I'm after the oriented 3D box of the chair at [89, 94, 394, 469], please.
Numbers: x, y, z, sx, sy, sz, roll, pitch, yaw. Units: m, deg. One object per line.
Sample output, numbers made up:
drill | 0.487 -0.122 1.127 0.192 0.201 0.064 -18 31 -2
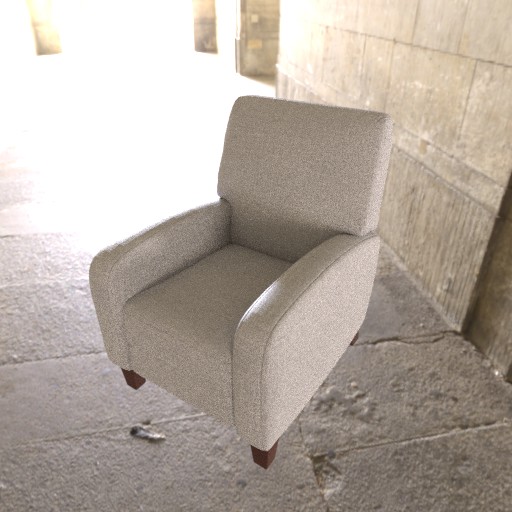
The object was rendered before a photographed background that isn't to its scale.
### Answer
chair | 0.000 0.000 1.659 0.762 0.990 0.990 19 36 28
